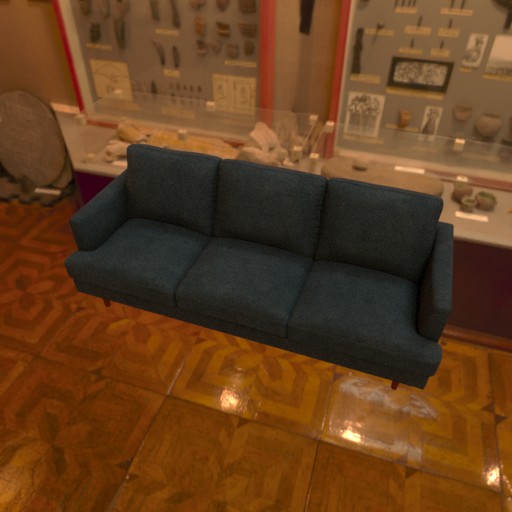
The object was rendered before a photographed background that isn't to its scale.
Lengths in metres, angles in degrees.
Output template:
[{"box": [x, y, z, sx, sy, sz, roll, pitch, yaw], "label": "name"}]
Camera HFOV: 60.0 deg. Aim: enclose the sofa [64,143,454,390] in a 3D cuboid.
[{"box": [0.000, 0.000, 2.753, 2.246, 0.930, 0.903, 13, 42, 15], "label": "sofa"}]
